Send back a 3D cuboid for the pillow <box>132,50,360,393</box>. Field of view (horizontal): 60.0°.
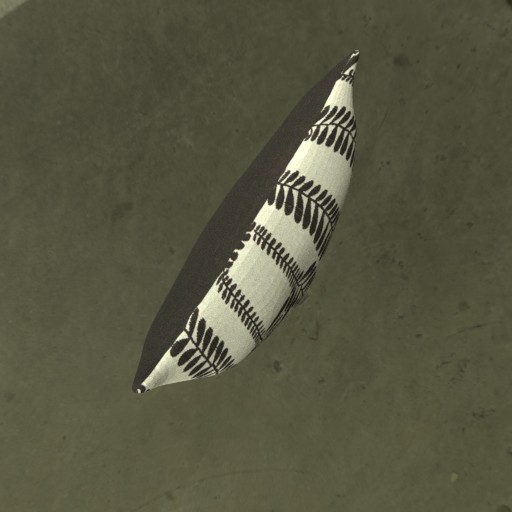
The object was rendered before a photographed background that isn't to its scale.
[{"bbox_3d":[0.000,0.000,0.656,0.182,0.441,0.440,31,79,7],"label":"pillow"}]
